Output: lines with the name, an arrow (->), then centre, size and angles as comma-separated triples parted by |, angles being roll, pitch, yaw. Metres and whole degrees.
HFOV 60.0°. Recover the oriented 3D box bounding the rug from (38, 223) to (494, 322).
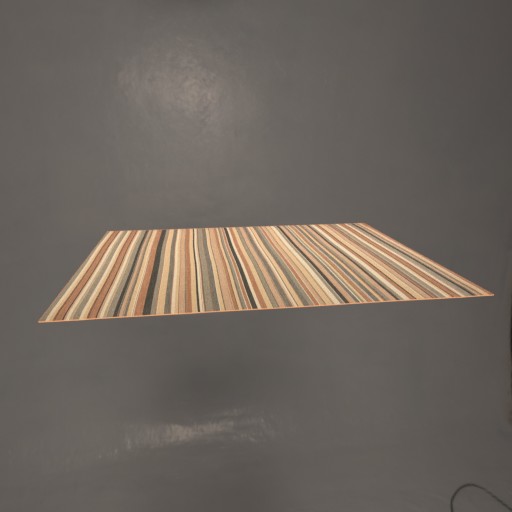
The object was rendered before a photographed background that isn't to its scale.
rug -> 0.000, 0.000, 4.063 | 3.045, 0.011, 2.436 | -2, 17, -8
